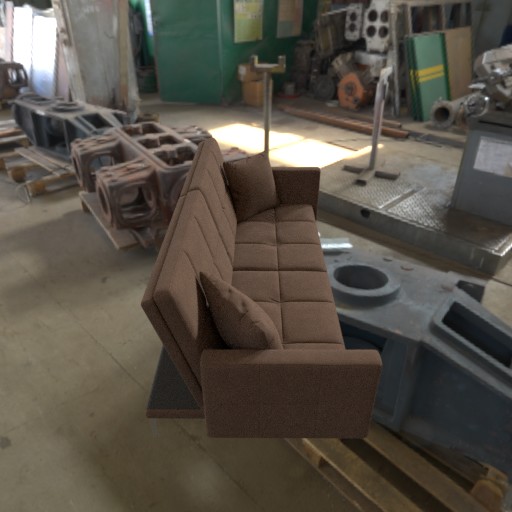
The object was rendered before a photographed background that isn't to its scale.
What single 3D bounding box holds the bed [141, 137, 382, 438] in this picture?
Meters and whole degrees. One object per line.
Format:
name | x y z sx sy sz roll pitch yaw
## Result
bed | 0.000 0.000 2.399 0.889 0.787 1.905 0 32 0
